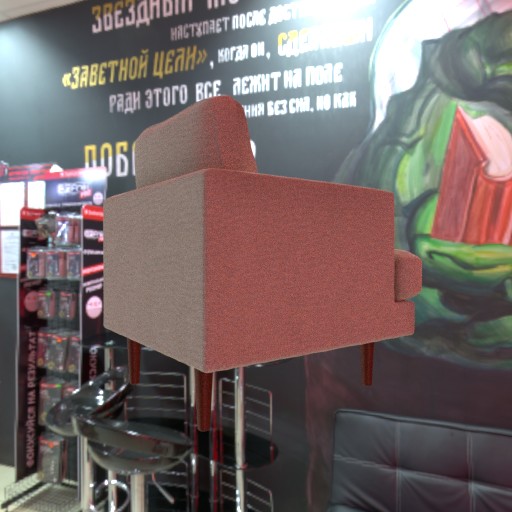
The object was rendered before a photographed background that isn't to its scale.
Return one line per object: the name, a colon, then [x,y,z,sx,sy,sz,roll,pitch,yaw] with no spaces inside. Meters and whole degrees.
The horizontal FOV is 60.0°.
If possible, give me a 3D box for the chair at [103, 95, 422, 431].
chair: [0.000,0.000,1.675,0.899,0.957,0.858,-1,1,-36]
